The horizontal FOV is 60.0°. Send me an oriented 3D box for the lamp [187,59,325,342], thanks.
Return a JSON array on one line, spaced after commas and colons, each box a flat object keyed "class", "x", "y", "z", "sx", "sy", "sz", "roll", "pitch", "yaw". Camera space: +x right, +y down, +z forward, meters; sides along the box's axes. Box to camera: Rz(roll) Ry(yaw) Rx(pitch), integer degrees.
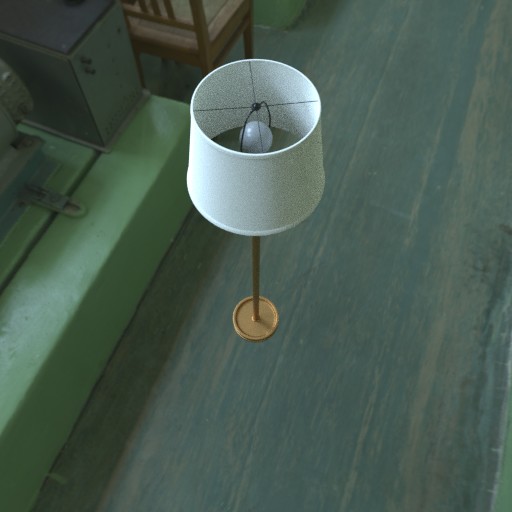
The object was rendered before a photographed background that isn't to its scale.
[{"class": "lamp", "x": 0.000, "y": 0.000, "z": 0.782, "sx": 0.178, "sy": 0.710, "sz": 0.178, "roll": 0, "pitch": 63, "yaw": 0}]
